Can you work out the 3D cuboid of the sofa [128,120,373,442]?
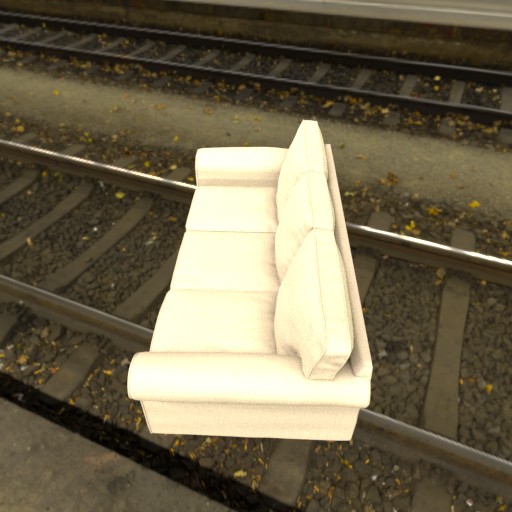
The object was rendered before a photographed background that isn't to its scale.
[{"bbox_3d":[0.000,0.000,2.654,0.998,0.889,2.118,2,40,2],"label":"sofa"}]
